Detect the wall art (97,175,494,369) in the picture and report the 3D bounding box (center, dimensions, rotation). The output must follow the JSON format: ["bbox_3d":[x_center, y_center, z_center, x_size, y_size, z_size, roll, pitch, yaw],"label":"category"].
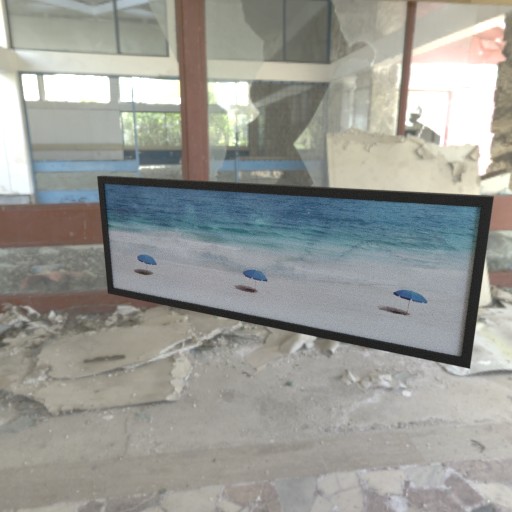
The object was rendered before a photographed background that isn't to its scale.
[{"bbox_3d":[0.000,0.000,1.721,1.572,0.554,0.041,8,17,26],"label":"wall art"}]
